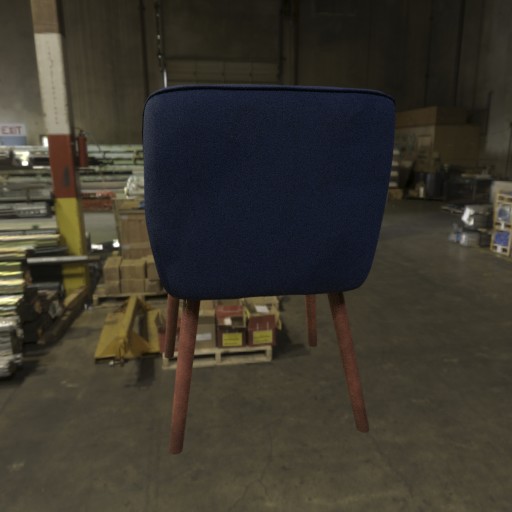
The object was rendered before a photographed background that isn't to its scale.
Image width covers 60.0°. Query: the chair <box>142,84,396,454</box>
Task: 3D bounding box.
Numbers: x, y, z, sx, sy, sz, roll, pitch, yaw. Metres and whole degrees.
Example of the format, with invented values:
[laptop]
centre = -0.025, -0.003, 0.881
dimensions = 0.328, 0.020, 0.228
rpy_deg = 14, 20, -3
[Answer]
[chair]
centre = 0.000, 0.000, 1.228
dimensions = 0.600, 0.820, 0.600
rpy_deg = -2, 14, -10
